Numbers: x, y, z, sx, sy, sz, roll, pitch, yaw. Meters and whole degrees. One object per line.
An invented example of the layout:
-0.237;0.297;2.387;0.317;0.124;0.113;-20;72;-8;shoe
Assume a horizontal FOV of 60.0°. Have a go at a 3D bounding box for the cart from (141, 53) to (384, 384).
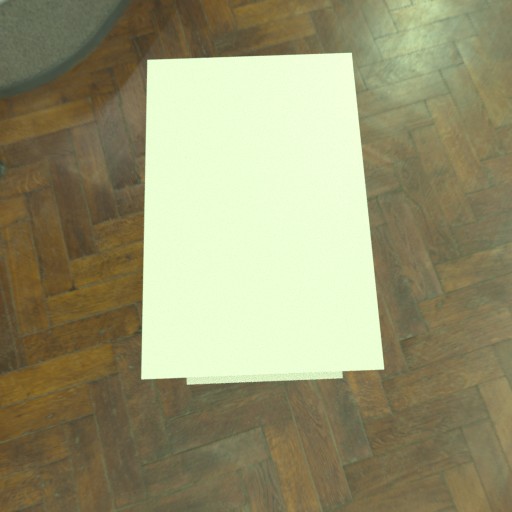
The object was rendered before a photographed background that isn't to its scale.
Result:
0.000;0.000;1.299;0.442;0.864;0.683;-2;77;-1;cart
